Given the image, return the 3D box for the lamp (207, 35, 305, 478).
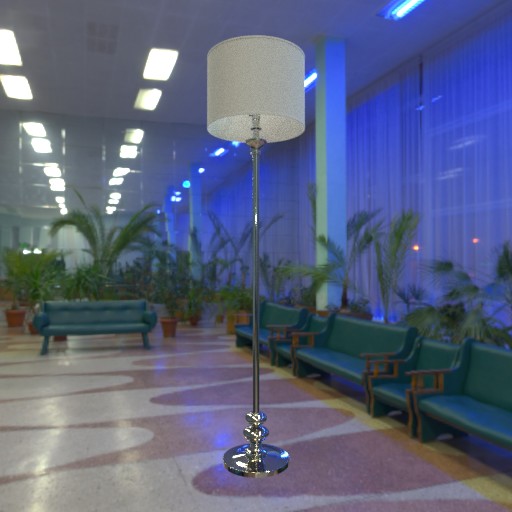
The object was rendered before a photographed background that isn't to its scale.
[{"bbox_3d":[0.000,0.000,1.613,0.356,1.487,0.356,0,-1,-18],"label":"lamp"}]
